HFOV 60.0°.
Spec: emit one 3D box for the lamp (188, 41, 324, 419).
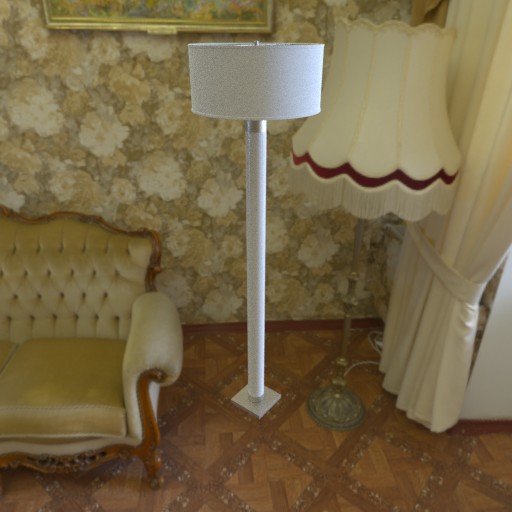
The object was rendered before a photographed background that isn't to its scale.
[{"bbox_3d":[0.000,0.000,1.690,0.420,1.475,0.420,19,32,33],"label":"lamp"}]
